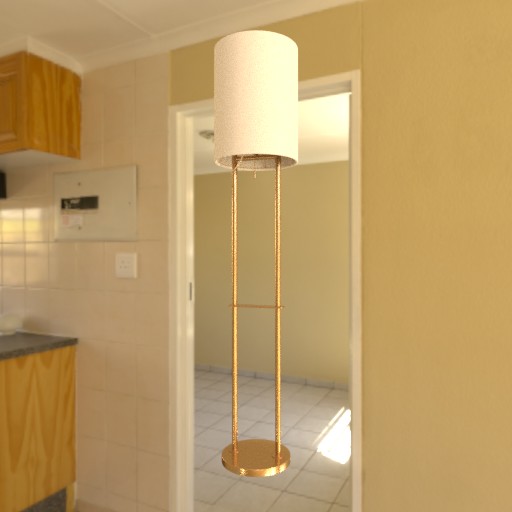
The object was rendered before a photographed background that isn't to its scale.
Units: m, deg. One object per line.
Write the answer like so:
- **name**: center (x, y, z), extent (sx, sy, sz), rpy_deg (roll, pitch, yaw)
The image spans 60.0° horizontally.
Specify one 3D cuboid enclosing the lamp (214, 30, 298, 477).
- **lamp**: center (0.000, 0.000, 1.626), extent (0.306, 1.500, 0.305), rpy_deg (0, 0, 17)
